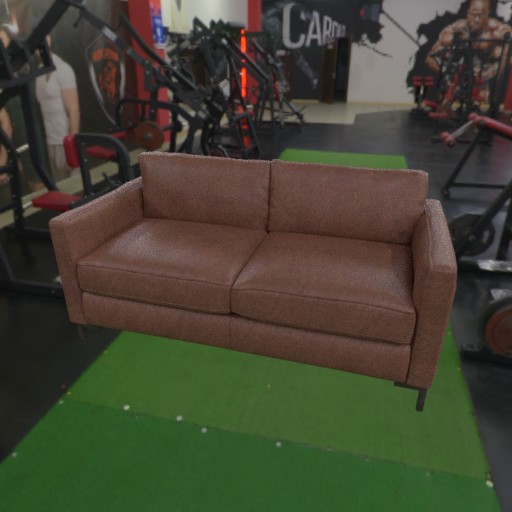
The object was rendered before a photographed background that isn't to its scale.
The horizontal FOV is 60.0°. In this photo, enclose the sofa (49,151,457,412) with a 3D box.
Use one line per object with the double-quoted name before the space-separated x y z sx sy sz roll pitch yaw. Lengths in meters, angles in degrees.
"sofa" 0.000 0.000 2.264 1.797 0.883 0.899 7 26 15
